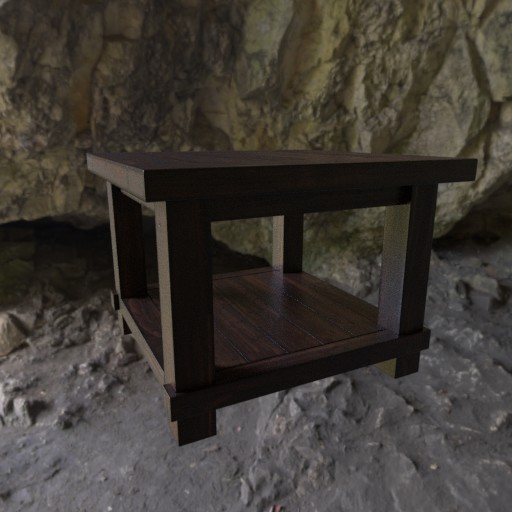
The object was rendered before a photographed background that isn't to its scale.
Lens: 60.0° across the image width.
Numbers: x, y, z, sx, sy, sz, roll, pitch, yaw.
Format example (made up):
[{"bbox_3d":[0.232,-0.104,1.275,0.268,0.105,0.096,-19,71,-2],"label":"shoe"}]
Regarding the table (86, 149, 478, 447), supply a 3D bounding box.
[{"bbox_3d":[0.000,0.000,0.986,0.606,0.437,0.593,-8,17,-26],"label":"table"}]
